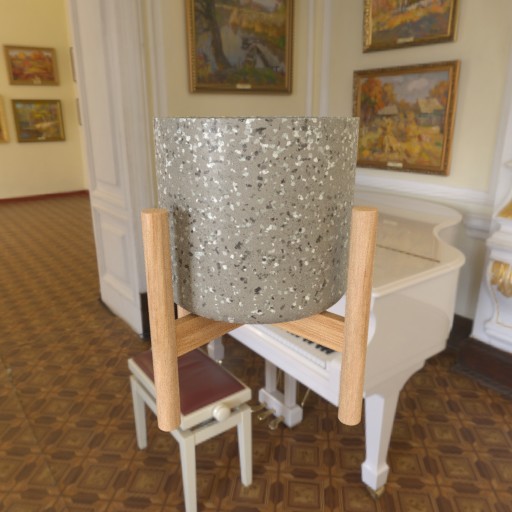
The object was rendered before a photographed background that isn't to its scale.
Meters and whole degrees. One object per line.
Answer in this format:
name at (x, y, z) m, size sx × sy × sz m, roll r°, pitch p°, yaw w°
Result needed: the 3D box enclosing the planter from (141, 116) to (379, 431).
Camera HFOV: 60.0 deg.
planter at (0.000, 0.000, 0.536) m, size 0.284 × 0.320 × 0.284 m, roll -8°, pitch 20°, yaw -24°
